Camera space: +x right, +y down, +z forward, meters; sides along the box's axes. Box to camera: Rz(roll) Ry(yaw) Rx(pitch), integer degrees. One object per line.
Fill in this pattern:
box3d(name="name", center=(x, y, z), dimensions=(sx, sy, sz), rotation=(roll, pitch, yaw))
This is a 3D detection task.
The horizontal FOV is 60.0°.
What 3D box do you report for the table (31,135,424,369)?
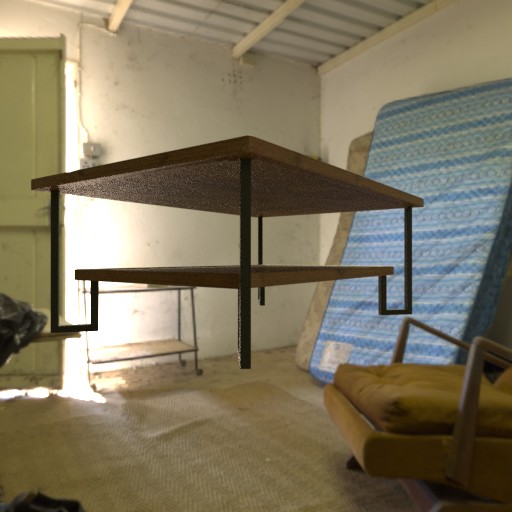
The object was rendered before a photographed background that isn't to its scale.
box3d(name="table", center=(0.000, 0.000, 1.654), dimensions=(0.877, 0.492, 1.238), rotation=(0, 0, 36))
